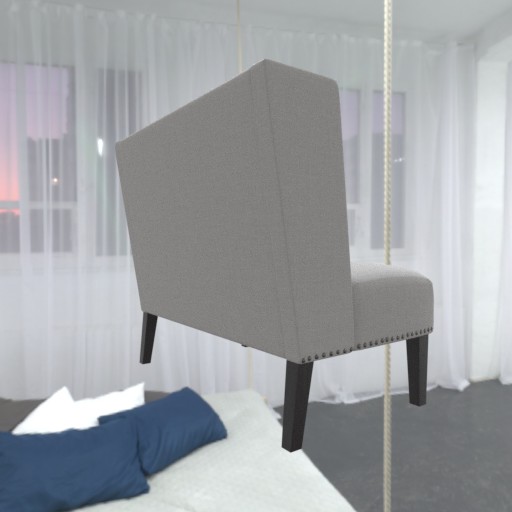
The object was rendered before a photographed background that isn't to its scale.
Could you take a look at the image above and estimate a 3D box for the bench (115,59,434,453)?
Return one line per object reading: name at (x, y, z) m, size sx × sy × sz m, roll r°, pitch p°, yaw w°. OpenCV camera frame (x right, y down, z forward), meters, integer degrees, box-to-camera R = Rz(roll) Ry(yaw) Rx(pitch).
bench at (0.000, 0.000, 1.965) m, size 0.847 × 1.123 × 1.280 m, roll -1°, pitch 2°, yaw -36°
